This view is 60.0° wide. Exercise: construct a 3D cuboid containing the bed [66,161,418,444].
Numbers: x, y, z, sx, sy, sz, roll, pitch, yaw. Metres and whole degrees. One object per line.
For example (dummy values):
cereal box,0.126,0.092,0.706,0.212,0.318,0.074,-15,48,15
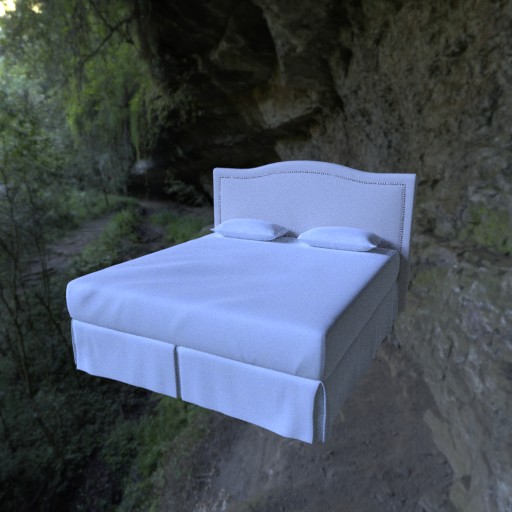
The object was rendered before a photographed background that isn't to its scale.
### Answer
bed,0.000,0.000,3.553,2.083,1.421,2.182,7,16,26
